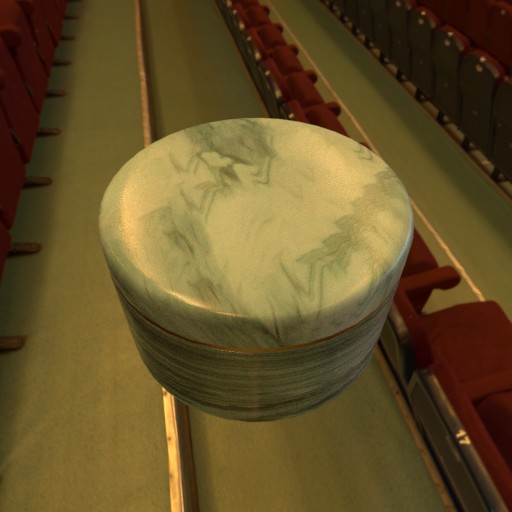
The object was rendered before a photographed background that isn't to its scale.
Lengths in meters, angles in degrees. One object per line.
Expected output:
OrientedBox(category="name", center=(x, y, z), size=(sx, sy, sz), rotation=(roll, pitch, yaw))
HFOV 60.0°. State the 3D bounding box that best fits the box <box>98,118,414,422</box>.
OrientedBox(category="box", center=(0.000, 0.000, 0.165), size=(0.101, 0.063, 0.101), rotation=(0, 46, 0))
